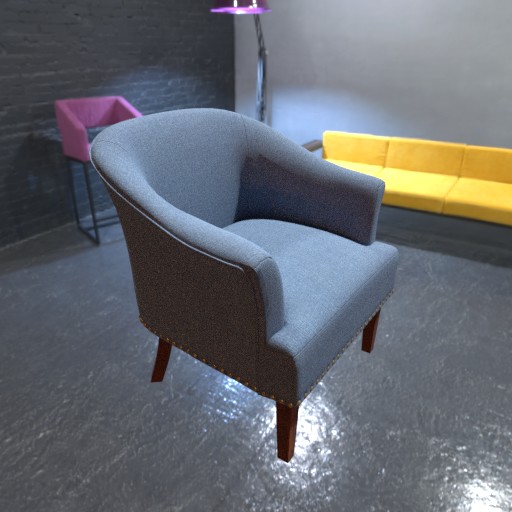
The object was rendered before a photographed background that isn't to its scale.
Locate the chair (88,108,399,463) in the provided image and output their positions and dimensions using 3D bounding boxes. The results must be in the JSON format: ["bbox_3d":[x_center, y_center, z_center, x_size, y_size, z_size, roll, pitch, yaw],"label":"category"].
[{"bbox_3d":[0.000,0.000,1.386,0.704,0.815,0.772,17,31,31],"label":"chair"}]
